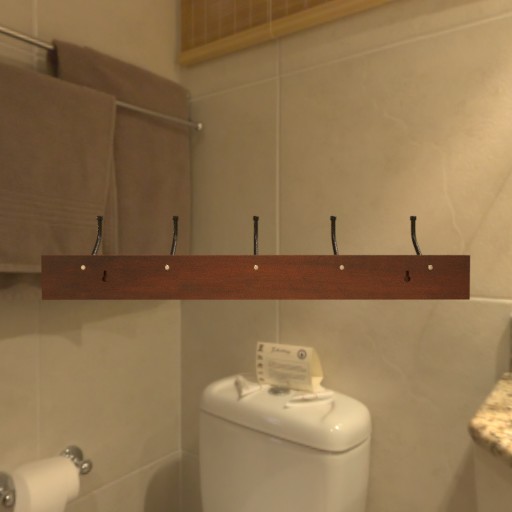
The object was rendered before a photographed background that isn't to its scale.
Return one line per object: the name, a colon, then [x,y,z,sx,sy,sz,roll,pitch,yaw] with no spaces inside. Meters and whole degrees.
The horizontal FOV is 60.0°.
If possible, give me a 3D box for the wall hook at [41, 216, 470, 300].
wall hook: [0.000,0.000,0.625,0.571,0.117,0.071,0,1,0]
